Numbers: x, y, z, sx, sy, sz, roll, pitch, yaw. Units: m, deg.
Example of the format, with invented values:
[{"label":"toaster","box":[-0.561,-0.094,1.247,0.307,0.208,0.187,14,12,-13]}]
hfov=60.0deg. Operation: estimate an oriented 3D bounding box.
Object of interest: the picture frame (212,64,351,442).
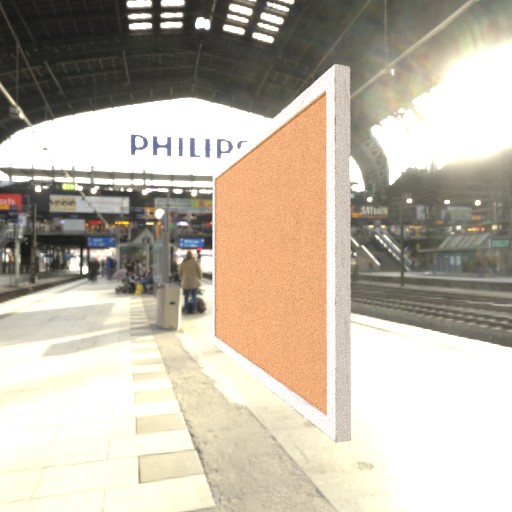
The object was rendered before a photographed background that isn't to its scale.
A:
[{"label":"picture frame","box":[0.000,0.000,1.205,0.029,0.640,0.950,0,-1,-18]}]
